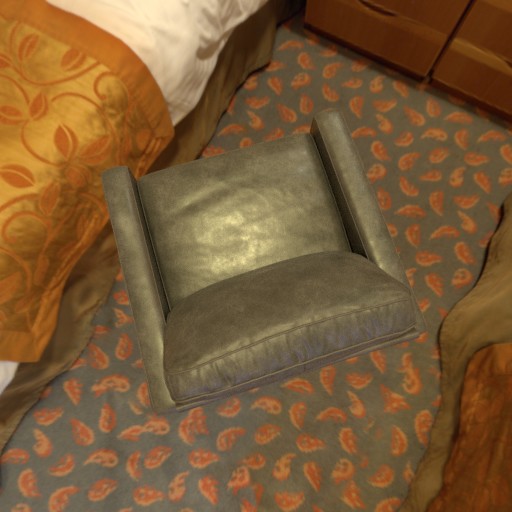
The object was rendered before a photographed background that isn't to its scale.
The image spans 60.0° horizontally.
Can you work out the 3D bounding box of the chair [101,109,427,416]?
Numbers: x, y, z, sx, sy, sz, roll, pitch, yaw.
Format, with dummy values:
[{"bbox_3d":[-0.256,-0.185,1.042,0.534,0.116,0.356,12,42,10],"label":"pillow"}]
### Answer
[{"bbox_3d":[0.000,0.000,1.729,1.006,0.916,0.939,-16,75,-4],"label":"chair"}]
